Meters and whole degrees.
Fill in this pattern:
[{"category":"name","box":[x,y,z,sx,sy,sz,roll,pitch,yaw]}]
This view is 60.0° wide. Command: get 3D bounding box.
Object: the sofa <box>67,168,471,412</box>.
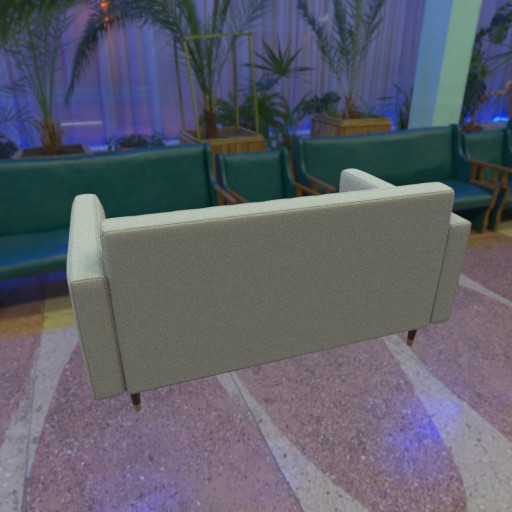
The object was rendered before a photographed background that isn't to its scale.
[{"category":"sofa","box":[0.000,0.000,2.104,1.585,0.801,0.950,-9,27,-17]}]
